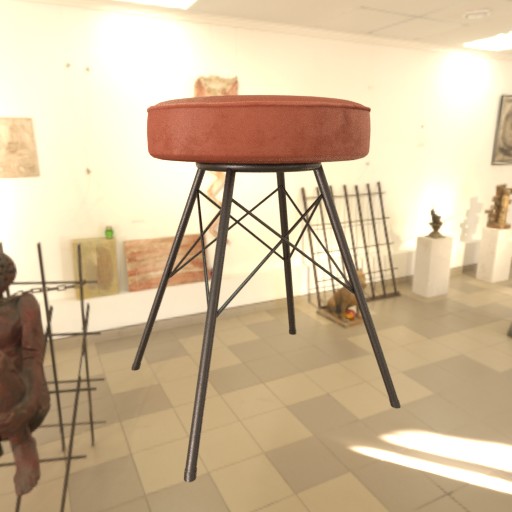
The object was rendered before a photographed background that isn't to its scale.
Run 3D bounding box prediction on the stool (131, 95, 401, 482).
[{"bbox_3d":[0.000,0.000,0.900,0.457,0.593,0.421,-7,16,-26],"label":"stool"}]
